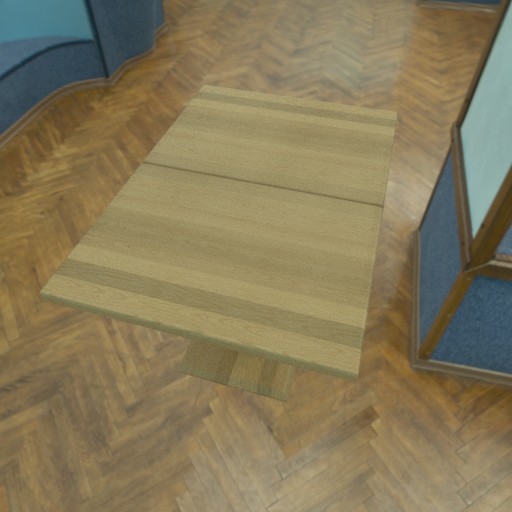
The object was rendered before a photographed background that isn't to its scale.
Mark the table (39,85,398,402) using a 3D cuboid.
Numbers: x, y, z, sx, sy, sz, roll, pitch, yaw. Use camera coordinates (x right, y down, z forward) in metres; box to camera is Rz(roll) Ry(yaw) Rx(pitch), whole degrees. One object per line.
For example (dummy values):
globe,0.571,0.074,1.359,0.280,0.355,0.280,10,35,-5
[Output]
table,0.000,0.000,1.864,0.900,0.770,1.300,12,48,11
